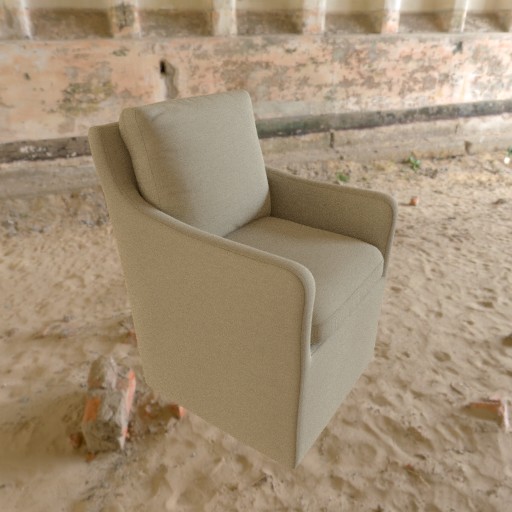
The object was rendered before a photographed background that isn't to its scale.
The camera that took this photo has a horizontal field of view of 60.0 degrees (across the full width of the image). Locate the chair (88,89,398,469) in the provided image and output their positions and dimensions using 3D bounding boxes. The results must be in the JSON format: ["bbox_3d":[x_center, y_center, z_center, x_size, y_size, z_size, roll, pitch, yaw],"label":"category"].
[{"bbox_3d":[0.000,0.000,1.382,0.694,0.914,0.626,18,32,30],"label":"chair"}]
